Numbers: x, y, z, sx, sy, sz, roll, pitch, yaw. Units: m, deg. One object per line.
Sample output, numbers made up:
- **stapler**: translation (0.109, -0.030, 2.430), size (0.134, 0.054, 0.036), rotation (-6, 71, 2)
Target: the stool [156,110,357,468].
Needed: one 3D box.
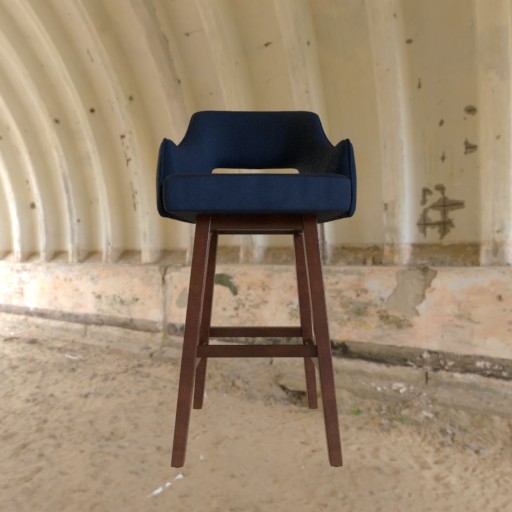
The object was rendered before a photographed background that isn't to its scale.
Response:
- **stool**: translation (0.000, 0.000, 1.343), size (0.550, 1.041, 0.560), rotation (0, 0, -1)
